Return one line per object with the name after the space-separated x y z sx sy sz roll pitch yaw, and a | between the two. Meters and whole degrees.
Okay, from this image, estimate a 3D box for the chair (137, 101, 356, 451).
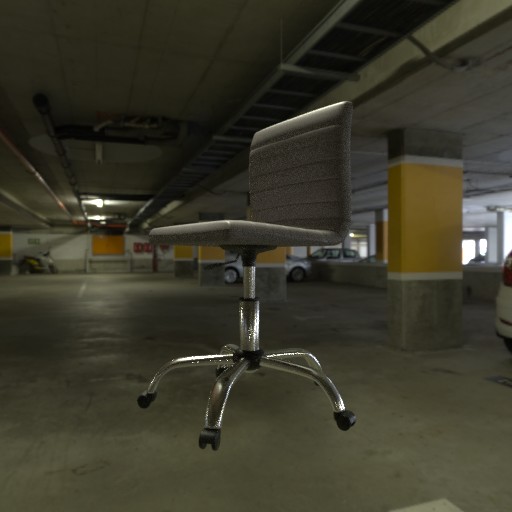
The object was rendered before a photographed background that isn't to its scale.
0.000 0.000 1.168 0.530 0.780 0.556 0 0 -37 | chair
